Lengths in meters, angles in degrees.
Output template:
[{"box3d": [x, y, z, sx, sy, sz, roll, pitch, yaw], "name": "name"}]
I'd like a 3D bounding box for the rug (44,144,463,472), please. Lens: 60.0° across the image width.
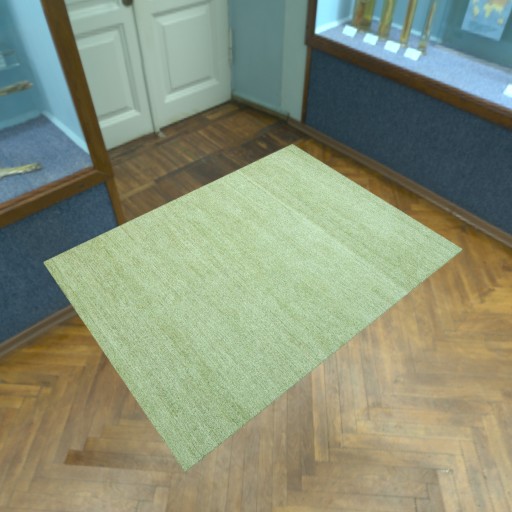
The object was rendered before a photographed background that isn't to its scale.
[{"box3d": [0.000, 0.000, 4.236, 3.198, 0.016, 2.425, -31, 53, -26], "name": "rug"}]
